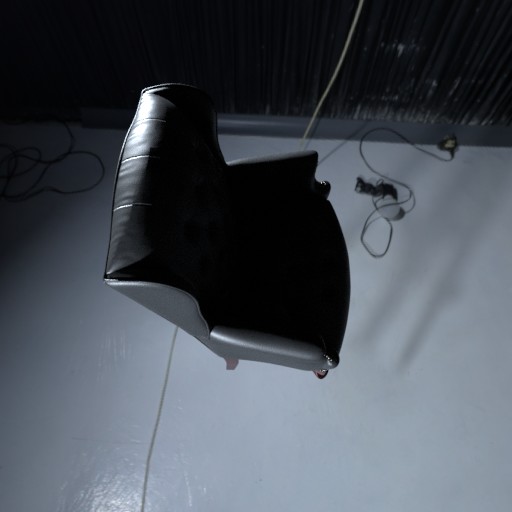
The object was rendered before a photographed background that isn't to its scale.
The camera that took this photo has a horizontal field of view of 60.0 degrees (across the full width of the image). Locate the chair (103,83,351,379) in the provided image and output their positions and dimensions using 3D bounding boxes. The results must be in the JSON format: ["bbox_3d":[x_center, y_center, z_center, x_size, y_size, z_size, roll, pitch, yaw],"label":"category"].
[{"bbox_3d":[0.000,0.000,1.674,0.762,1.111,0.838,2,63,1],"label":"chair"}]
